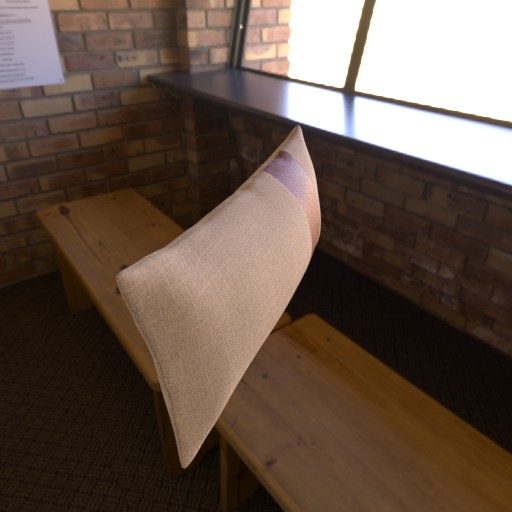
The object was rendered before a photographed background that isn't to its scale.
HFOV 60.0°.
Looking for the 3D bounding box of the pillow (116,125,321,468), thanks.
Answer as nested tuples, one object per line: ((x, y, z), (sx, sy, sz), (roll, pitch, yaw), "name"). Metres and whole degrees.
((0.000, 0.000, 0.738), (0.155, 0.282, 0.612), (11, 33, 18), "pillow")
